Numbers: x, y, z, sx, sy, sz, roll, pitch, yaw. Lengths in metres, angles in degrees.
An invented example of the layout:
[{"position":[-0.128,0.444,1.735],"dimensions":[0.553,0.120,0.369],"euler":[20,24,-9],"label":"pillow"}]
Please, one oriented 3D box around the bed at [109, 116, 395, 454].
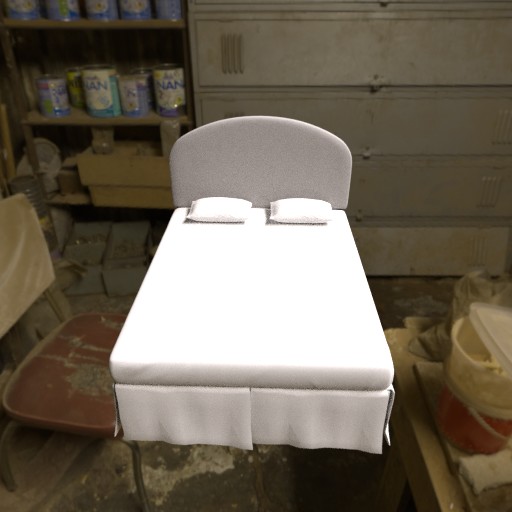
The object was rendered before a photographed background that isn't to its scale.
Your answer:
[{"position":[0.000,0.000,3.035],"dimensions":[1.607,1.410,2.005],"euler":[1,31,2],"label":"bed"}]
